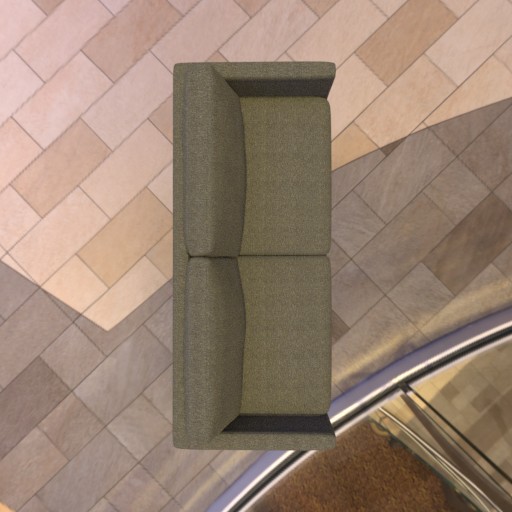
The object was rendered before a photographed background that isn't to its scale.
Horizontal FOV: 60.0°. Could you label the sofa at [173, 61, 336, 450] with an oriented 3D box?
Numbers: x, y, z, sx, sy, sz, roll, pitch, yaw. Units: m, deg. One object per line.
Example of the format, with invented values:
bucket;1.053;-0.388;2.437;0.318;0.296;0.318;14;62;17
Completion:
sofa;0.000;0.000;2.763;0.948;0.965;2.208;0;90;1
